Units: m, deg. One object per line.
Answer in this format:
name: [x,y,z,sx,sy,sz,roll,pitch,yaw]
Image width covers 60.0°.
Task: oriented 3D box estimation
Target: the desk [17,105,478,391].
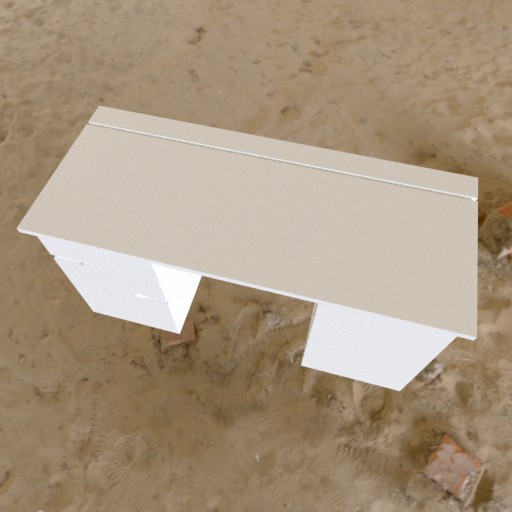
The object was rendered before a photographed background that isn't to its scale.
desk: [0.000,0.000,1.957,1.580,0.760,0.670,13,59,8]
